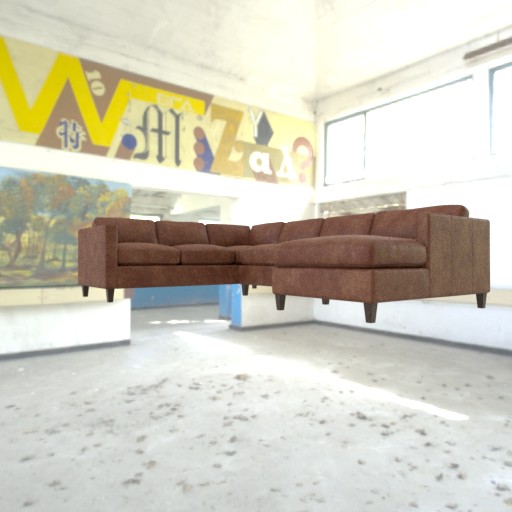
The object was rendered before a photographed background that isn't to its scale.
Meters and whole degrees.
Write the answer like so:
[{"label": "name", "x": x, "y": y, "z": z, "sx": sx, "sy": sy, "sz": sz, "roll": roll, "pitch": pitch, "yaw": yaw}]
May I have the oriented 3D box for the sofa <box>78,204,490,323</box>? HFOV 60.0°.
[{"label": "sofa", "x": 0.000, "y": 0.000, "z": 4.314, "sx": 2.452, "sy": 0.888, "sz": 3.324, "roll": 0, "pitch": -1, "yaw": -37}]
